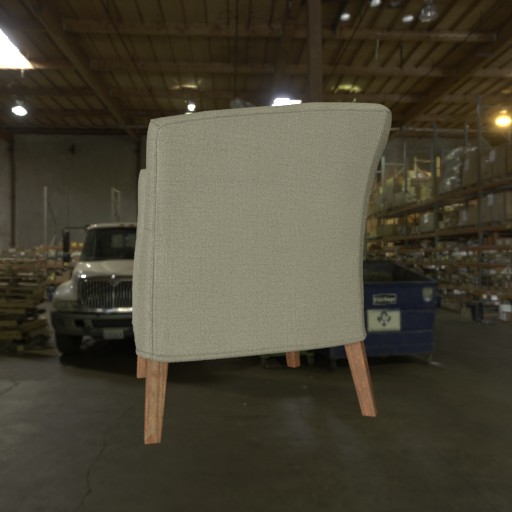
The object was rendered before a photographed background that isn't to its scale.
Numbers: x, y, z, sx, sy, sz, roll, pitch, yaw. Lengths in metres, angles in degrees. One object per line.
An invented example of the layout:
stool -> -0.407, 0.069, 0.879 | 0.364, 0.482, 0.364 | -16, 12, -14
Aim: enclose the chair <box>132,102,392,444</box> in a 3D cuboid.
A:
chair -> 0.000, 0.000, 1.257 | 0.668, 0.771, 0.600 | 0, 0, -17
